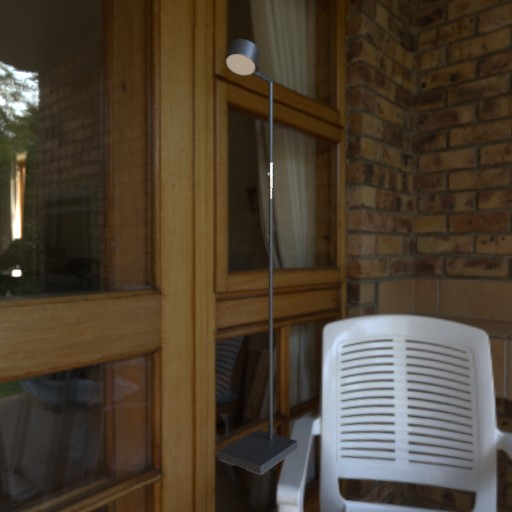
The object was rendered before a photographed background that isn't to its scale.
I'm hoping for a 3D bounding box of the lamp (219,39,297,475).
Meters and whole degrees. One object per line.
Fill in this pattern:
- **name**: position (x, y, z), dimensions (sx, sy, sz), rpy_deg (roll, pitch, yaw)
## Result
- **lamp**: position (0.000, 0.000, 1.752), dimensions (0.203, 1.600, 0.304), rpy_deg (0, 1, 36)
